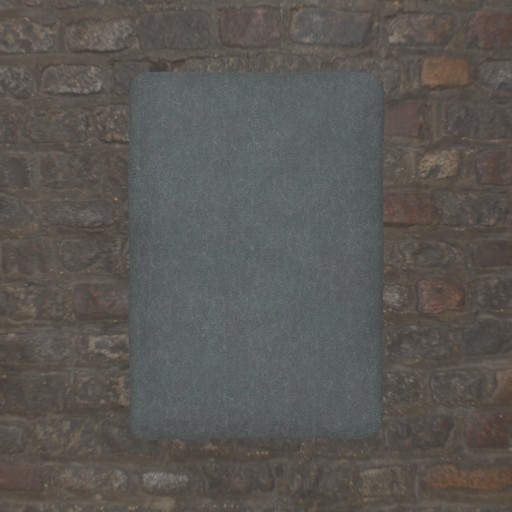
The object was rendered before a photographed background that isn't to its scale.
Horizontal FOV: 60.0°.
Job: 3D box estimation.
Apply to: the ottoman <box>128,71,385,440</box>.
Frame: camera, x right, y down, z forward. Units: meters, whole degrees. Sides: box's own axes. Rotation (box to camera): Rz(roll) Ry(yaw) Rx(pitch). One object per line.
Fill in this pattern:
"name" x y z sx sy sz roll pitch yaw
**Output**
"ottoman" 0.000 0.000 1.542 0.840 0.429 1.199 0 91 0
